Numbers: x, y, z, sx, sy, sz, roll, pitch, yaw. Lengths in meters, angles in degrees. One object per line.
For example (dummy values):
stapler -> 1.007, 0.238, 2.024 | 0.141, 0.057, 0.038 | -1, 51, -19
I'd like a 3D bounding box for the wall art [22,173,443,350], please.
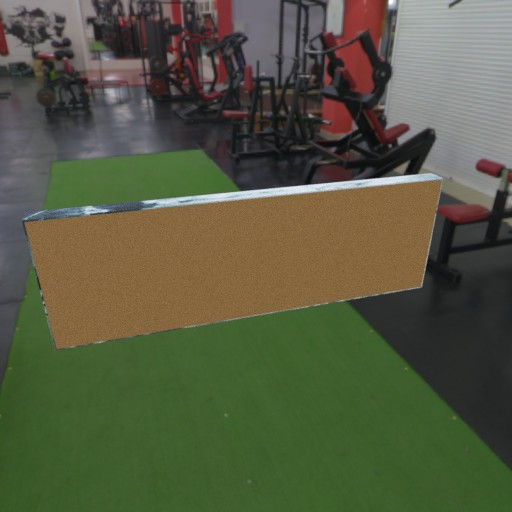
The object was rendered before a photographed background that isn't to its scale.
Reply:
wall art -> 0.000, 0.000, 0.847 | 0.759, 0.251, 0.037 | -8, 28, -15
